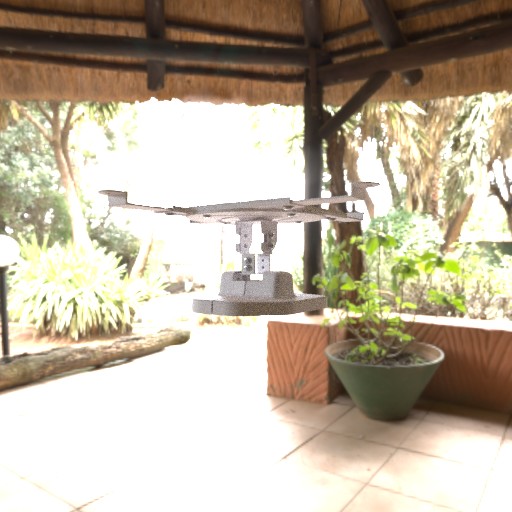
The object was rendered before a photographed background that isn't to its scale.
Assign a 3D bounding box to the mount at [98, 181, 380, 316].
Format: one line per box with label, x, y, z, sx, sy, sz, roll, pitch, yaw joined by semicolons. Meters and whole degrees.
mount;0.000;0.000;0.605;0.394;0.141;0.394;0;-1;35
